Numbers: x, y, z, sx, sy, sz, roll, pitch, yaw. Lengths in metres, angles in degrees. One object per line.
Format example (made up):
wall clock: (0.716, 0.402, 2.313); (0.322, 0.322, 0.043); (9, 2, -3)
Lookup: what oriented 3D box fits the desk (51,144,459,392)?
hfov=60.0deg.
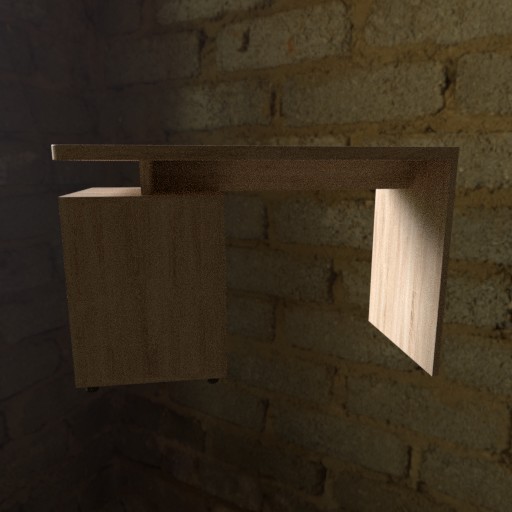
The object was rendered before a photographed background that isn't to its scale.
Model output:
desk: (0.000, 0.000, 1.613); (1.200, 0.760, 0.550); (-2, 12, -8)
